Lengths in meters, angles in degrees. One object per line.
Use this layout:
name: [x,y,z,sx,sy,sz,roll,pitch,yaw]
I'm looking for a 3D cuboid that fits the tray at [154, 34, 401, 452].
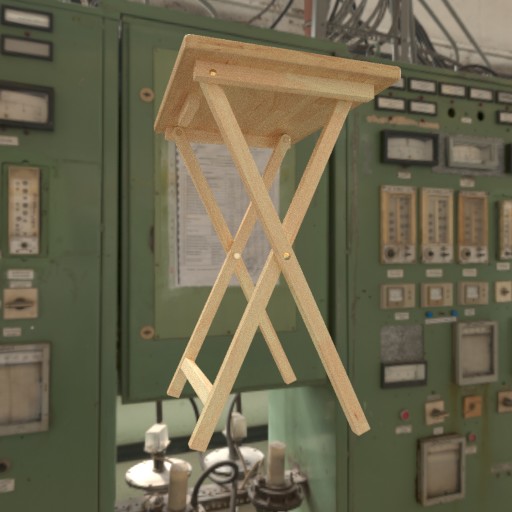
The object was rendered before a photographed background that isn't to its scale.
tray: [0.000,0.000,0.943,0.381,0.660,0.483,0,0,-18]
